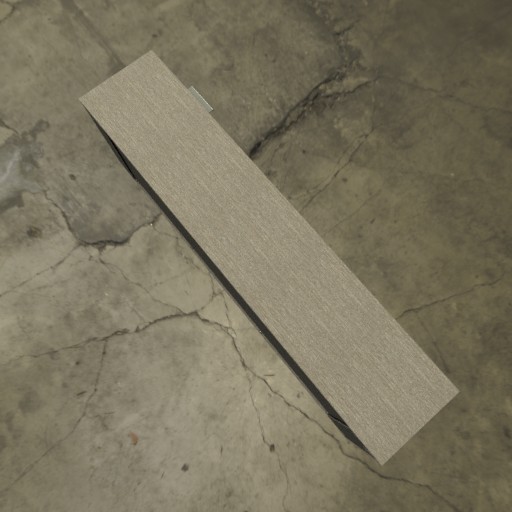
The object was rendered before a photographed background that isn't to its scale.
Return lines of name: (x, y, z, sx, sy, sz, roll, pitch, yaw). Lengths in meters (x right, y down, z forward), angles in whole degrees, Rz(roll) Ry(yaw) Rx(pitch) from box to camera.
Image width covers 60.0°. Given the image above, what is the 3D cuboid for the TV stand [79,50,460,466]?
TV stand: (0.000, 0.000, 2.062, 0.405, 0.787, 1.804, -39, 79, -9)
